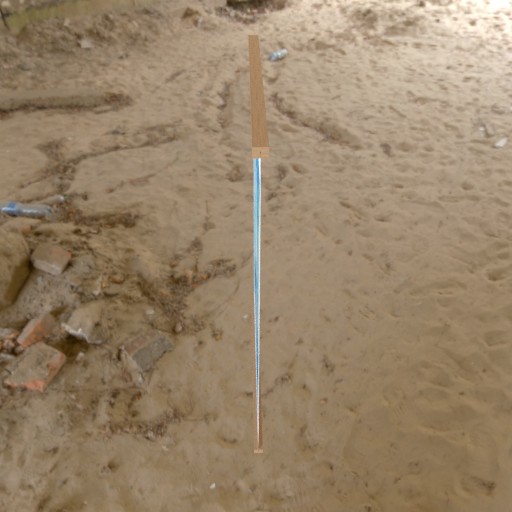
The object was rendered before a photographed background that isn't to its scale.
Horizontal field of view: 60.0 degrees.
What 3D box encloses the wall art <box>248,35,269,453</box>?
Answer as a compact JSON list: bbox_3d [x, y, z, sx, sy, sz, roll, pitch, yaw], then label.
[{"bbox_3d":[0.000,0.000,1.909,0.040,1.510,0.991,-1,40,-1],"label":"wall art"}]
